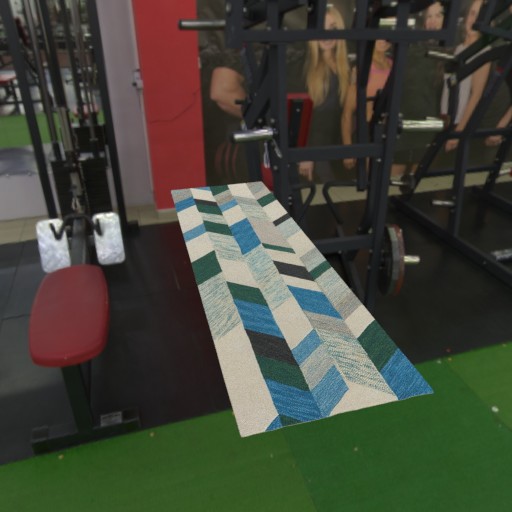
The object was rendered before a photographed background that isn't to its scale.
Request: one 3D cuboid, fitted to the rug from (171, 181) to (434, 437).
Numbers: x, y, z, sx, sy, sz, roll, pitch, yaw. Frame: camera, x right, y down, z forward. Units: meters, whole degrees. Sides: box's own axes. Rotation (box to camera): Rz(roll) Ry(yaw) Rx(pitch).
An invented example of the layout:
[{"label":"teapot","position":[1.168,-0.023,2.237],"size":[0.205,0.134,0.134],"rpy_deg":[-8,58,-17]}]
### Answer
[{"label":"rug","position":[0.000,0.000,2.649],"size":[0.774,0.008,2.437],"rpy_deg":[-8,30,-13]}]
